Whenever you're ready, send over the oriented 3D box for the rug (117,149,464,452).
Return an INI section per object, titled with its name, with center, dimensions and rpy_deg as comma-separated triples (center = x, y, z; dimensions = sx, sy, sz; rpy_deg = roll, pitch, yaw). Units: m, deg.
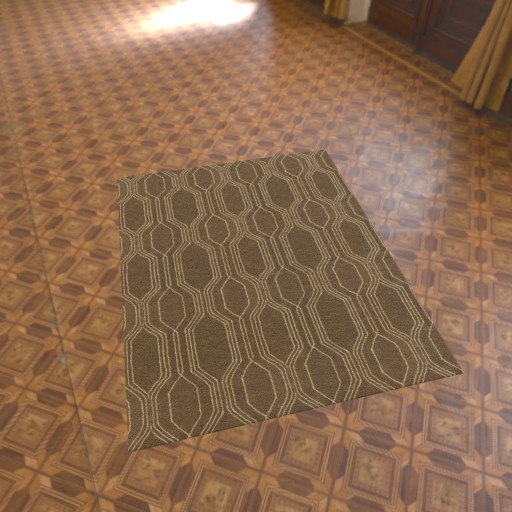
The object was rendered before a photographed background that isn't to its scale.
[rug]
center = 0.000, 0.000, 4.129
dimensions = 2.457, 0.012, 3.062
rpy_deg = -10, 47, -9
